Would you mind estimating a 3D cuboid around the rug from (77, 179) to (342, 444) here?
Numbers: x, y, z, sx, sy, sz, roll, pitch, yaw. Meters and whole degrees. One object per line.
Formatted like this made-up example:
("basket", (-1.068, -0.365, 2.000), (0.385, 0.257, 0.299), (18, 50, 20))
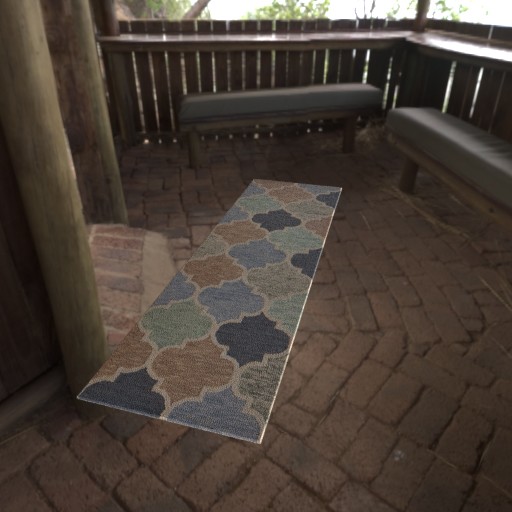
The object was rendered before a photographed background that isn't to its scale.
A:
("rug", (0.000, 0.000, 2.456), (0.687, 0.011, 2.287), (8, 31, 14))
